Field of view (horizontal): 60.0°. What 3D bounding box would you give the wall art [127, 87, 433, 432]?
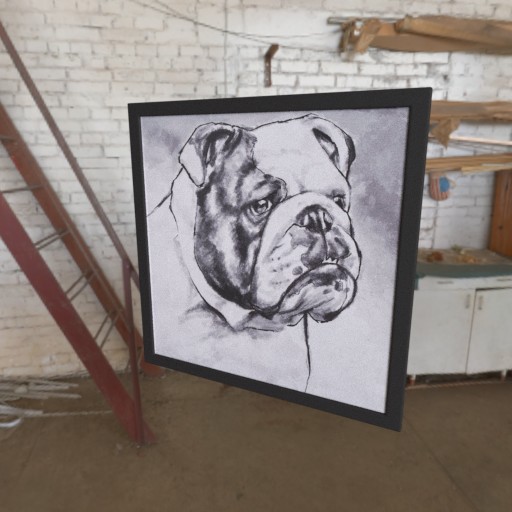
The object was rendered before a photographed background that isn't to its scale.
[{"bbox_3d":[0.000,0.000,0.821,0.562,0.558,0.012,7,16,26],"label":"wall art"}]
